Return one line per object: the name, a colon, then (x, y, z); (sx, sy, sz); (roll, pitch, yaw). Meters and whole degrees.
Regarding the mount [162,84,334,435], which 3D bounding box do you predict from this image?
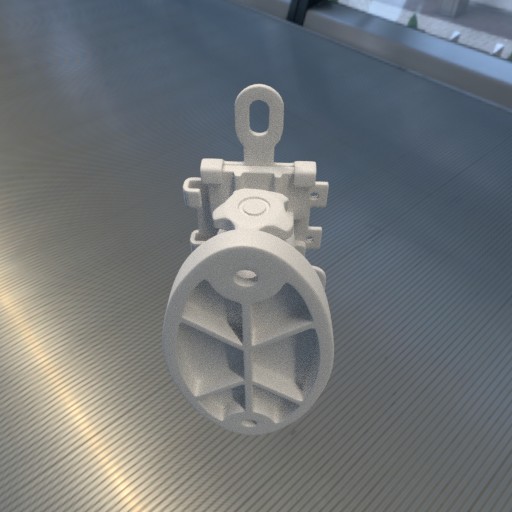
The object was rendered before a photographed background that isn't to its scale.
mount: (0.000, 0.000, 0.175); (0.066, 0.118, 0.100); (2, 45, 2)
